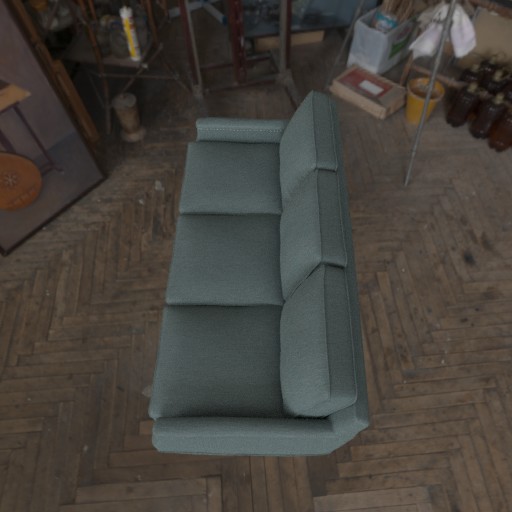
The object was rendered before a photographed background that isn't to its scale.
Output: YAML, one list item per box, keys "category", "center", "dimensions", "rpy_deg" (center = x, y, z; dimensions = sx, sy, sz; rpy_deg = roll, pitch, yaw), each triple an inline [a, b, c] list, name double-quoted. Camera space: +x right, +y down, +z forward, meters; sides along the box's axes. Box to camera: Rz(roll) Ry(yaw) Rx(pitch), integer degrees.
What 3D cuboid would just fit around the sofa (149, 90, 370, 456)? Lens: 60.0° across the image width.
- category: "sofa"
  center: [0.000, 0.000, 2.814]
  dimensions: [1.084, 1.003, 2.246]
  rpy_deg: [1, 58, 1]
